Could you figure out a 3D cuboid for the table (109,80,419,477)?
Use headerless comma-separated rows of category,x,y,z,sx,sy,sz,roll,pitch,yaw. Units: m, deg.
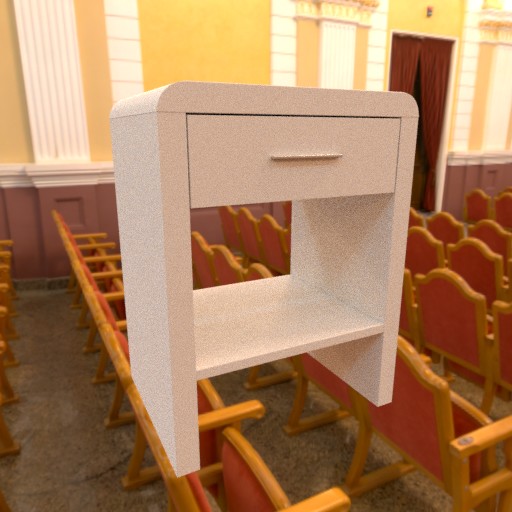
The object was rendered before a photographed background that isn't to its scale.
table,0.000,0.000,0.863,0.450,0.590,0.350,-8,17,-26
